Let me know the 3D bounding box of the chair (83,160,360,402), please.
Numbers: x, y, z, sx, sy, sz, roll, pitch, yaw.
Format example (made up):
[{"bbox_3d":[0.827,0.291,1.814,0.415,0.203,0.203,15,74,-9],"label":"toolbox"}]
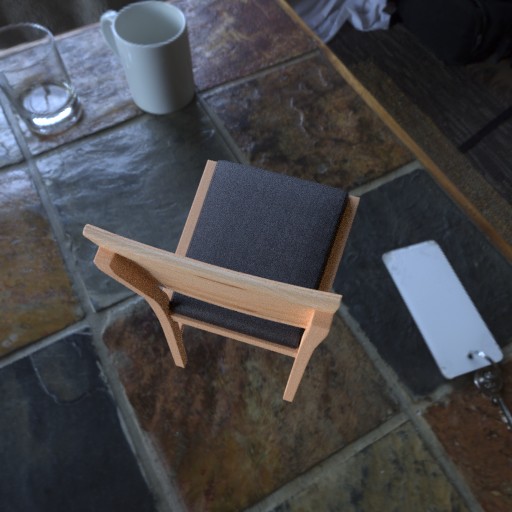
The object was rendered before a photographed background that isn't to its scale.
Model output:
[{"bbox_3d":[0.000,0.000,1.220,0.475,0.950,0.560,15,65,7],"label":"chair"}]
